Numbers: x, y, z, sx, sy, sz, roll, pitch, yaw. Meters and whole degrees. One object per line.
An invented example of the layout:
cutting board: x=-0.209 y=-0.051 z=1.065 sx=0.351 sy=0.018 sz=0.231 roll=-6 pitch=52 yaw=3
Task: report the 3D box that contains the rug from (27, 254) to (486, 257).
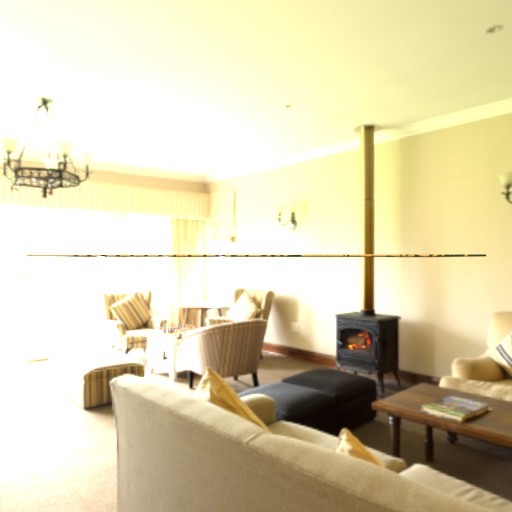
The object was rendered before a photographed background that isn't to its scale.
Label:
rug: x=0.000 y=0.000 z=2.718 sx=2.435 sy=0.011 sz=0.750 roll=0 pitch=0 yaw=1
